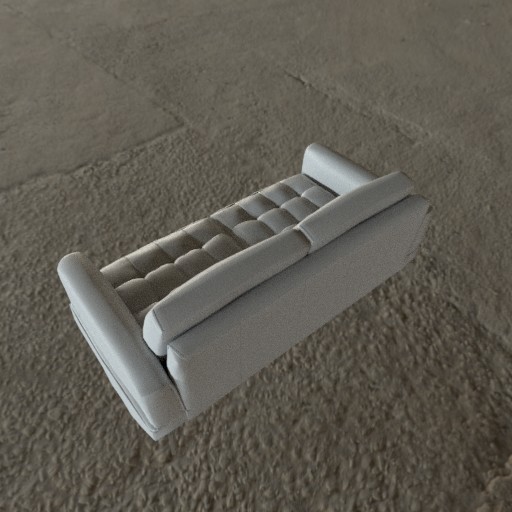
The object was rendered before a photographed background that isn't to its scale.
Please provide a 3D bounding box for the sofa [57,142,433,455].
[{"bbox_3d":[0.000,0.000,2.790,2.177,0.930,1.121,-29,52,-26],"label":"sofa"}]
